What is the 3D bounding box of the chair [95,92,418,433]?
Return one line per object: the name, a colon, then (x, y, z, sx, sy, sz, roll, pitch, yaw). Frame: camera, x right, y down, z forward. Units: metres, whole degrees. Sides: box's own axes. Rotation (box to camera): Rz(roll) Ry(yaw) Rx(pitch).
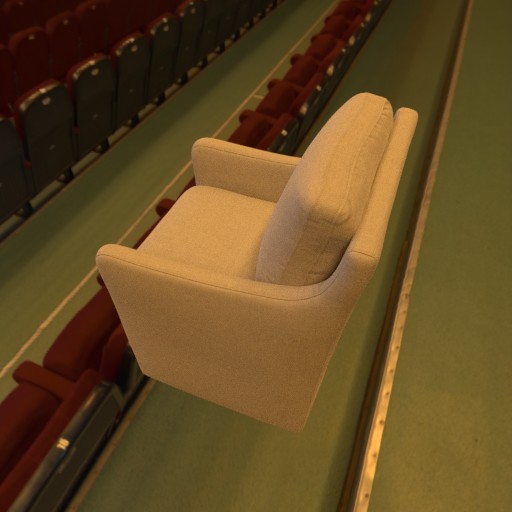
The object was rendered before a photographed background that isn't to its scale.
chair: (0.000, 0.000, 1.346, 0.694, 0.914, 0.626, 16, 48, 15)
